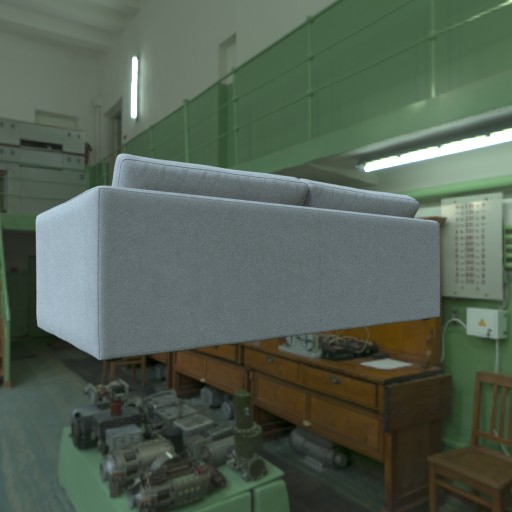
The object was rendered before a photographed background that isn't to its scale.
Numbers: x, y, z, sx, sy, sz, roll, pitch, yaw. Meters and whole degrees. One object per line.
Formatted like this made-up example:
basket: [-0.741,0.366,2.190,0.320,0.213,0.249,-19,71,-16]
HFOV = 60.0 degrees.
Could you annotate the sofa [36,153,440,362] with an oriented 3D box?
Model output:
sofa: [0.000,0.000,2.681,2.588,0.838,1.090,1,-1,-37]
